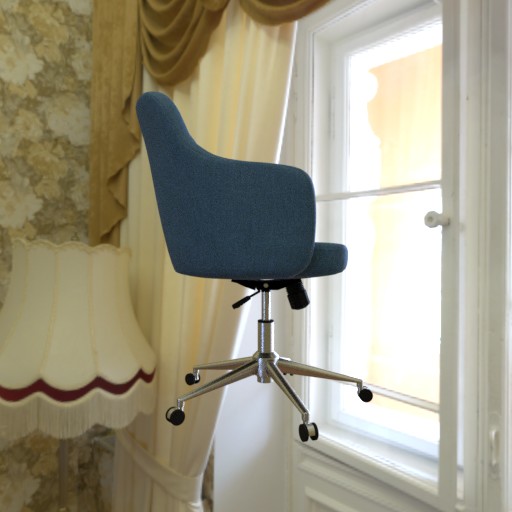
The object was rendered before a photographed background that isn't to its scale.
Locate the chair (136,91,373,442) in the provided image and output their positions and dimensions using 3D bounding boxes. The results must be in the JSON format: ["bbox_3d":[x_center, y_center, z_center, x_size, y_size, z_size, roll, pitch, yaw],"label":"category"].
[{"bbox_3d":[0.000,0.000,1.250,0.655,0.820,0.599,0,0,0],"label":"chair"}]
